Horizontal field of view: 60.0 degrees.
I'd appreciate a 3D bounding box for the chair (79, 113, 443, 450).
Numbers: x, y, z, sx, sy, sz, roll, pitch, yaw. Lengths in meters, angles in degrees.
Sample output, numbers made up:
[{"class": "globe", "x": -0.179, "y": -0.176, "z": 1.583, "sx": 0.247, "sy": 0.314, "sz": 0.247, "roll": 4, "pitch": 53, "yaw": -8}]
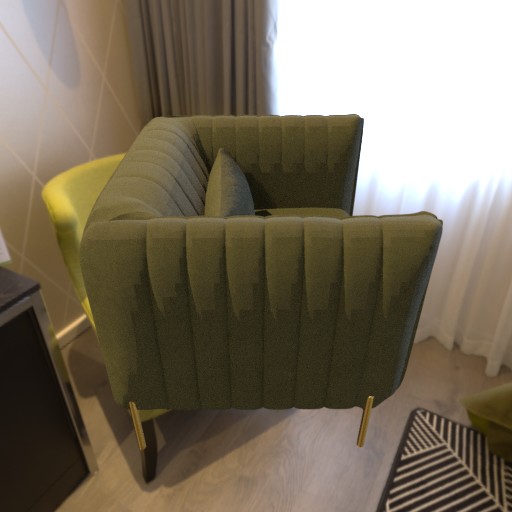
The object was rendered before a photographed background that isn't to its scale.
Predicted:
[{"class": "chair", "x": 0.000, "y": 0.000, "z": 1.593, "sx": 0.877, "sy": 0.794, "sz": 1.032, "roll": 0, "pitch": 33, "yaw": -1}]
